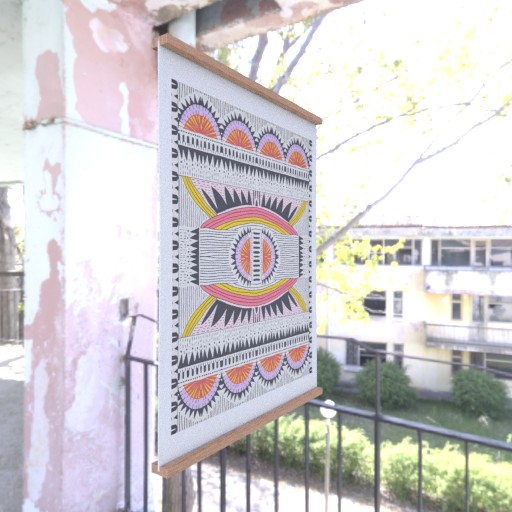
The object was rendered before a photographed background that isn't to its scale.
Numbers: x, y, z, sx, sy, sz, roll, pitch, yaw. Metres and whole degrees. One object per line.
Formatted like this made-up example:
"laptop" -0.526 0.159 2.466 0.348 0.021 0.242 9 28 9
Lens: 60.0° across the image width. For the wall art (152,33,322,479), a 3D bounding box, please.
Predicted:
"wall art" 0.000 0.000 0.695 0.028 0.527 0.403 0 0 35
